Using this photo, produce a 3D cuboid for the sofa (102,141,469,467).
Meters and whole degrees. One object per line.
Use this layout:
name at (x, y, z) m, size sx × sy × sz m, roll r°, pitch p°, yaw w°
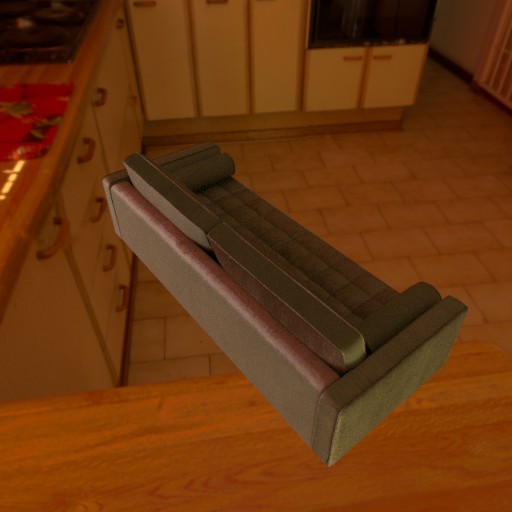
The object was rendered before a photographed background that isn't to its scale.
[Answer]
sofa at (0.000, 0.000, 2.654) m, size 0.918 × 0.769 × 2.199 m, roll -28°, pitch 48°, yaw -28°
